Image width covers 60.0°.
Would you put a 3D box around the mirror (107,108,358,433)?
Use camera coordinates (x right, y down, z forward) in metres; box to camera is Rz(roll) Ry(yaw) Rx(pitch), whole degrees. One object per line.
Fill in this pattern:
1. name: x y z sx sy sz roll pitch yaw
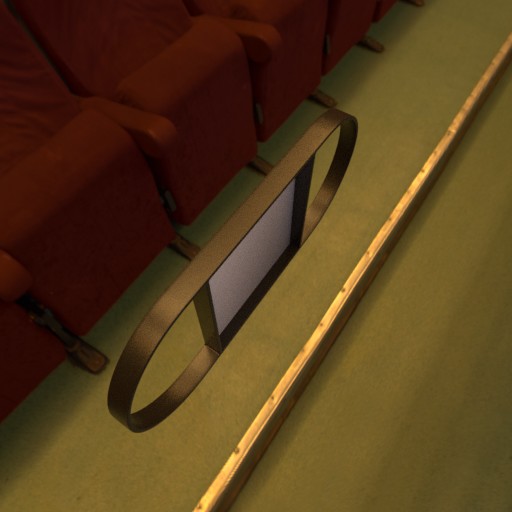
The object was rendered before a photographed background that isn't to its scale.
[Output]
1. mirror: 0.000 0.000 0.669 0.032 0.254 0.584 30 63 17
